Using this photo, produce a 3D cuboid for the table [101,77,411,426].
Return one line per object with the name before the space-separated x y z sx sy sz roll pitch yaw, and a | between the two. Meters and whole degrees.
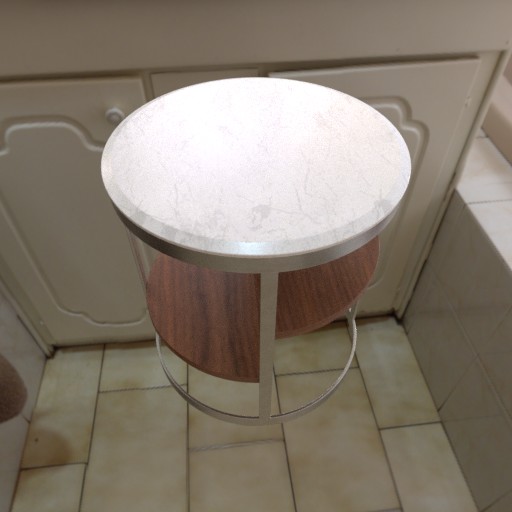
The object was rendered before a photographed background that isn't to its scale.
table | 0.000 0.000 0.756 0.407 0.447 0.407 0 47 0
